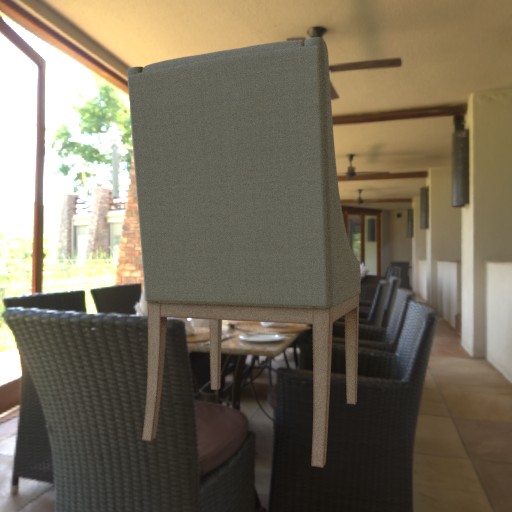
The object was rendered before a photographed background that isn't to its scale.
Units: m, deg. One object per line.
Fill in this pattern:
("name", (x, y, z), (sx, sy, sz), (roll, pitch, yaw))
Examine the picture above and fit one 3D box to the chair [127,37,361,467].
("chair", (0.000, 0.000, 1.372), (0.575, 1.021, 0.611), (0, 0, 19))
